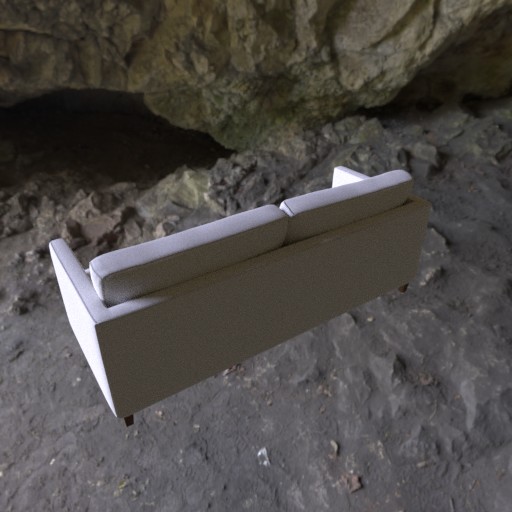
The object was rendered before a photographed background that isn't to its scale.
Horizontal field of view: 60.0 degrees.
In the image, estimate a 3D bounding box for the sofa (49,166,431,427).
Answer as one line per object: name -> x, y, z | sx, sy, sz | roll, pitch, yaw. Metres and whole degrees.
sofa -> 0.000, 0.000, 2.977 | 2.361, 0.962, 0.951 | -19, 36, -29
